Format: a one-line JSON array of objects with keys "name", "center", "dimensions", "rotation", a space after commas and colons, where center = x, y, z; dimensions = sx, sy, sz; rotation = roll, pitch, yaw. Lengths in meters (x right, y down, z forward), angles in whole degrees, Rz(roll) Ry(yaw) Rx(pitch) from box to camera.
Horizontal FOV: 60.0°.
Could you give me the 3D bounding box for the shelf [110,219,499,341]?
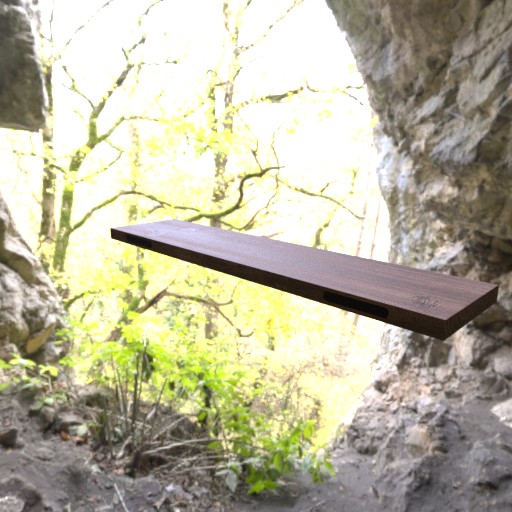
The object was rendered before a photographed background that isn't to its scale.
[{"name": "shelf", "center": [0.000, 0.000, 0.646], "dimensions": [0.610, 0.020, 0.140], "rotation": [14, 20, 43]}]
